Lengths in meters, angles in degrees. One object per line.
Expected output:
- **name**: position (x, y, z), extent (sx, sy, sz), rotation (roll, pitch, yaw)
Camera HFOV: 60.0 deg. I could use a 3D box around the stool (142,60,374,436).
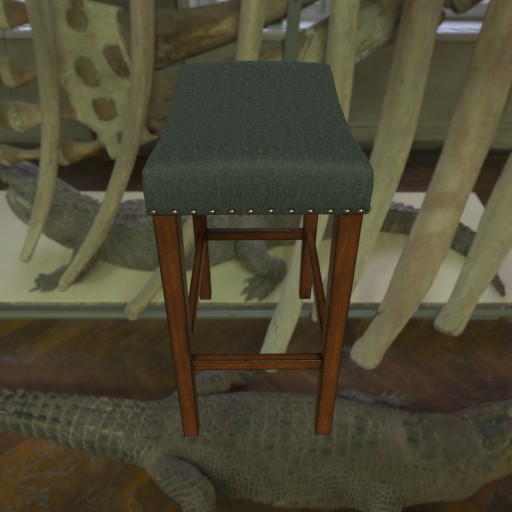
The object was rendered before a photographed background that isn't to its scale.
- **stool**: position (0.000, 0.000, 1.051), extent (0.366, 0.760, 0.502), rotation (0, 41, 0)
